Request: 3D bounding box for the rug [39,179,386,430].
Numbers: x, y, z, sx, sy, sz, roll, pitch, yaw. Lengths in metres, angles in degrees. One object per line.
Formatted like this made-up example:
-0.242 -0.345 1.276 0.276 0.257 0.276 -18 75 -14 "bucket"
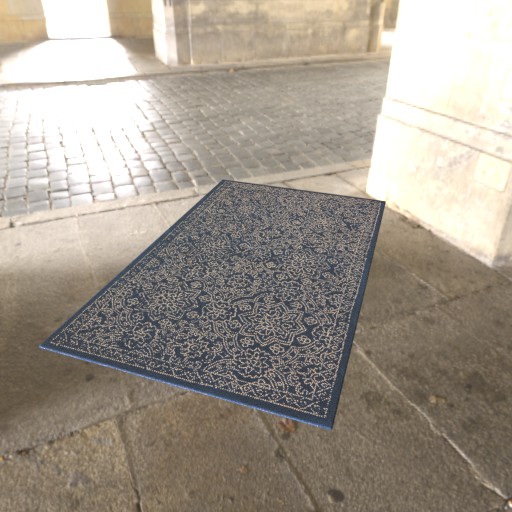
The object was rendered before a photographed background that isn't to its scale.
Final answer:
0.000 0.000 3.055 1.526 0.015 2.441 10 33 16 "rug"
